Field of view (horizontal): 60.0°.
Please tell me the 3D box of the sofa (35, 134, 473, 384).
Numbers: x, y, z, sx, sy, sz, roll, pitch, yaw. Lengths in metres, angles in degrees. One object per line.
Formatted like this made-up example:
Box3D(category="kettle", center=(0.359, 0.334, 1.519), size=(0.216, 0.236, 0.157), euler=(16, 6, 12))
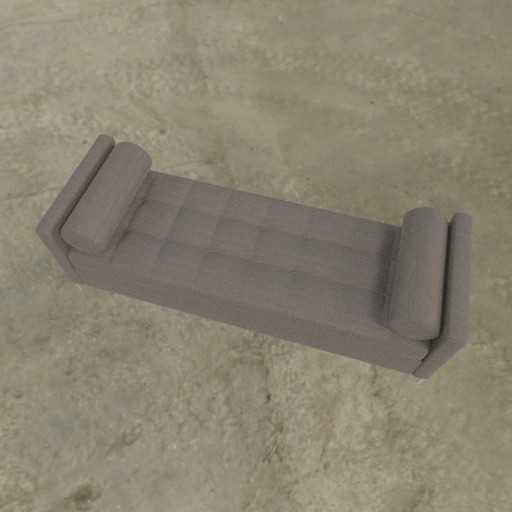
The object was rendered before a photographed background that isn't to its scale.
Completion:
Box3D(category="sofa", center=(0.000, 0.000, 2.354), size=(1.981, 0.635, 0.686), euler=(14, 59, 9))
